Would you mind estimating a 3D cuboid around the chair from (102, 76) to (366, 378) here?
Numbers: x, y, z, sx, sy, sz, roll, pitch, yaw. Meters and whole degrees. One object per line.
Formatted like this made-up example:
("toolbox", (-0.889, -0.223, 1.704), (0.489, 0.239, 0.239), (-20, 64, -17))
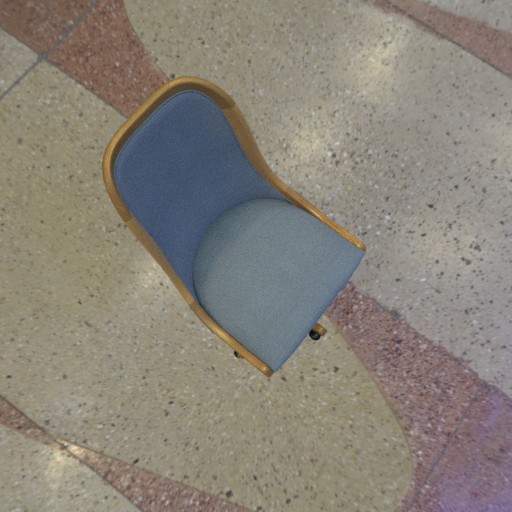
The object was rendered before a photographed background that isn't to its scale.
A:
("chair", (0.000, 0.000, 1.498), (0.735, 1.031, 0.605), (38, 79, 9))
